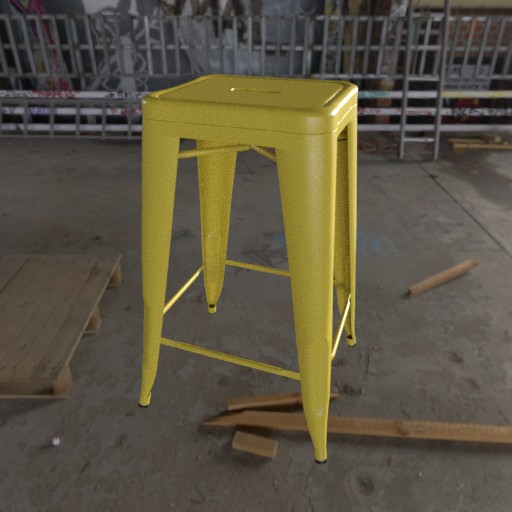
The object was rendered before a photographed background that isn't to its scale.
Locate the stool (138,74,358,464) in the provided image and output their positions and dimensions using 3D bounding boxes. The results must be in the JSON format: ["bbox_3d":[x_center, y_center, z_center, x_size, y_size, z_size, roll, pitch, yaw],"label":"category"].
[{"bbox_3d":[0.000,0.000,0.850,0.399,0.609,0.359,10,32,17],"label":"stool"}]
